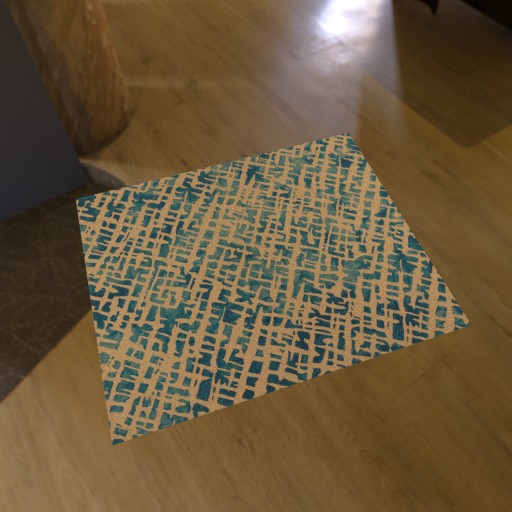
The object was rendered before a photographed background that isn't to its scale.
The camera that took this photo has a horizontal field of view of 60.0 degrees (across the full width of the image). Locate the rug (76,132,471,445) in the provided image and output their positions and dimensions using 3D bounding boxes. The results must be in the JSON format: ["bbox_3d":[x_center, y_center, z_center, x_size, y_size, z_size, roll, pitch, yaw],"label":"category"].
[{"bbox_3d":[0.000,0.000,4.086,3.007,0.007,2.435,-16,59,-10],"label":"rug"}]
